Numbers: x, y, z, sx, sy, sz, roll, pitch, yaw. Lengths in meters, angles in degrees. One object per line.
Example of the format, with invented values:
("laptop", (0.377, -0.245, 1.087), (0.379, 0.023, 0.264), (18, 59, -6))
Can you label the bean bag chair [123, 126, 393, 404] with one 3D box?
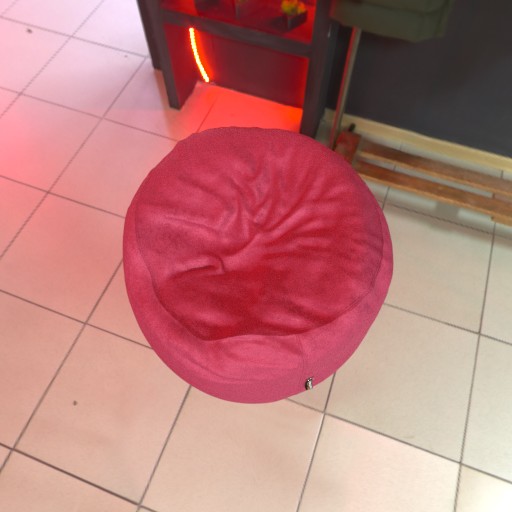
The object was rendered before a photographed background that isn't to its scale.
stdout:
("bean bag chair", (0.000, 0.000, 2.046), (1.218, 0.788, 1.218), (0, 62, 0))
